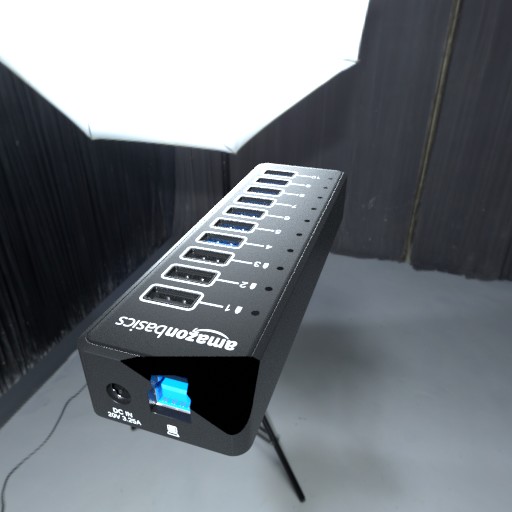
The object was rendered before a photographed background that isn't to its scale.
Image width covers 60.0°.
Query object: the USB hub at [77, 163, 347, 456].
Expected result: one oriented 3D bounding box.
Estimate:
[{"bbox_3d":[0.000,0.000,0.163,0.044,0.023,0.145,10,31,16],"label":"USB hub"}]
